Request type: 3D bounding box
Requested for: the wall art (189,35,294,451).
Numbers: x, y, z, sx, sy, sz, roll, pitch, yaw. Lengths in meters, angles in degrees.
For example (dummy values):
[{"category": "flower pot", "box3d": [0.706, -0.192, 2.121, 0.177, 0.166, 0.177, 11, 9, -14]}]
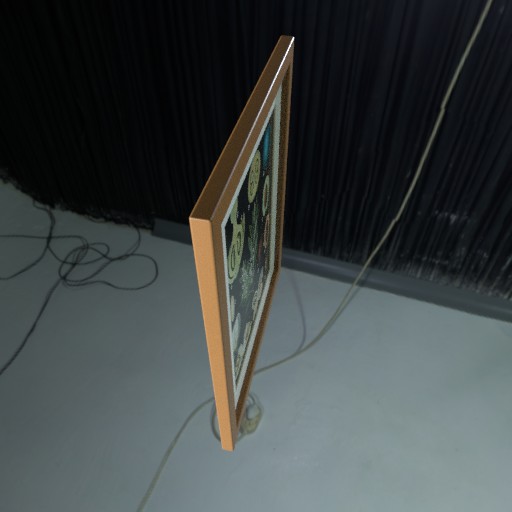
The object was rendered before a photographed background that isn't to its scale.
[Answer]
[{"category": "wall art", "box3d": [0.000, 0.000, 0.515, 0.015, 0.379, 0.310, 9, 47, 9]}]
